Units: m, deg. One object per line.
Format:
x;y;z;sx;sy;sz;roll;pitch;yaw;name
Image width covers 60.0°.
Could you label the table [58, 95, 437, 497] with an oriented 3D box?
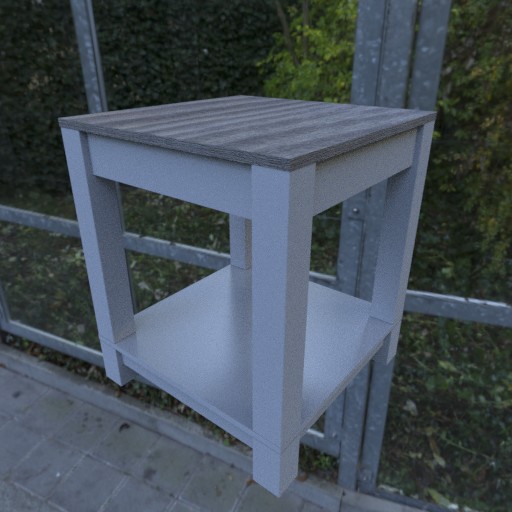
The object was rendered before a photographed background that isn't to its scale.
0.000;0.000;0.958;0.504;0.587;0.506;19;31;34;table
